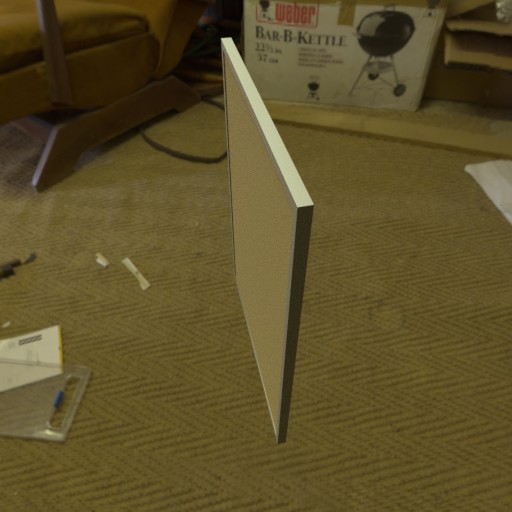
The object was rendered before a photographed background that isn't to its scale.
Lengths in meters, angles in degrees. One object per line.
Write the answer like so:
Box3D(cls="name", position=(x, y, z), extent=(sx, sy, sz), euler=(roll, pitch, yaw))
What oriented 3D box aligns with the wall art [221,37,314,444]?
Box3D(cls="wall art", position=(0.000, 0.000, 1.405), extent=(0.034, 1.042, 0.789), euler=(-9, 47, -9))
